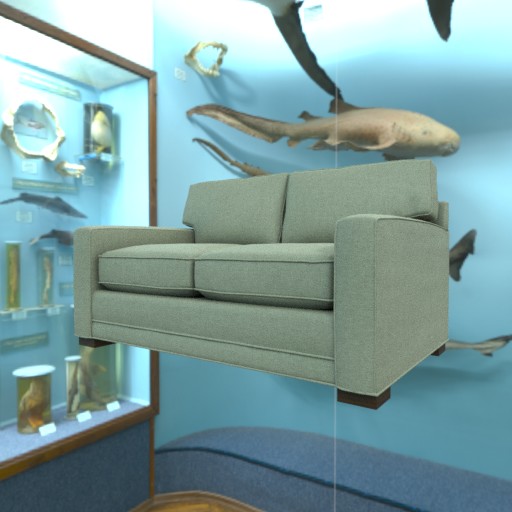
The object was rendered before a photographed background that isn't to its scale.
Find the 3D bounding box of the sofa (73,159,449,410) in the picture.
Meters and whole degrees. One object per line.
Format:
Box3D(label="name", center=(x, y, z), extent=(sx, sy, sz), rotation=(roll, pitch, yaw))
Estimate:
Box3D(label="sofa", center=(0.000, 0.000, 2.042), extent=(1.484, 0.853, 0.940), rotation=(1, 2, 35))
